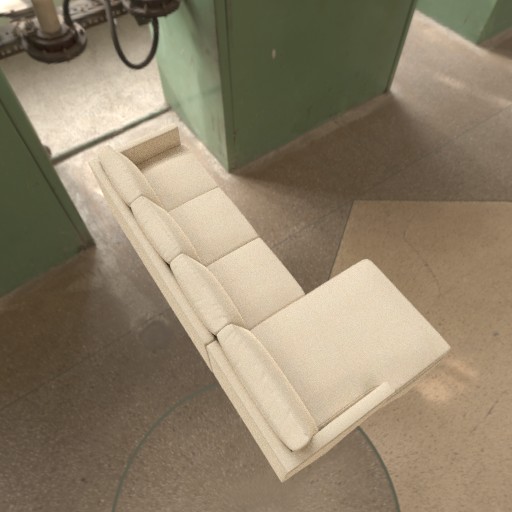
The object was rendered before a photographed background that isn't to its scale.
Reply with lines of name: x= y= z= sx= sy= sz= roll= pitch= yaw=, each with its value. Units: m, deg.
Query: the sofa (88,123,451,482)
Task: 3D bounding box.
sofa: x=0.000 y=0.000 z=3.907 sx=1.650 sy=0.922 sz=3.205 roll=-30 pitch=63 yaw=-17
